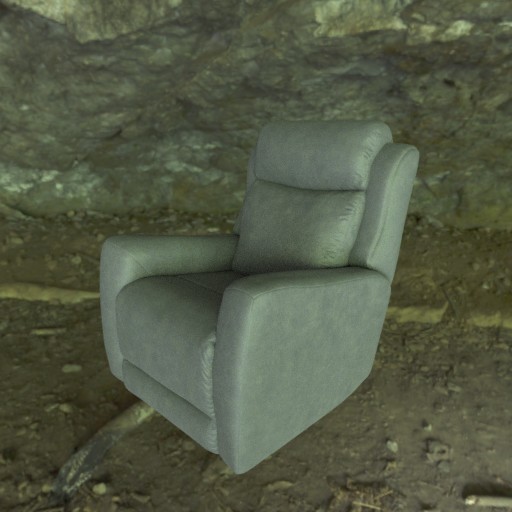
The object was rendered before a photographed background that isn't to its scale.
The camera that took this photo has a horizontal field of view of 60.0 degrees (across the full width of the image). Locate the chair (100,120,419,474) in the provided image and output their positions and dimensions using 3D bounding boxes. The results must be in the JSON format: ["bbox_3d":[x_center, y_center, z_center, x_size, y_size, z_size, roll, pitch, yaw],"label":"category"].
[{"bbox_3d":[0.000,0.000,1.902,1.068,1.116,0.967,-16,23,-42],"label":"chair"}]
